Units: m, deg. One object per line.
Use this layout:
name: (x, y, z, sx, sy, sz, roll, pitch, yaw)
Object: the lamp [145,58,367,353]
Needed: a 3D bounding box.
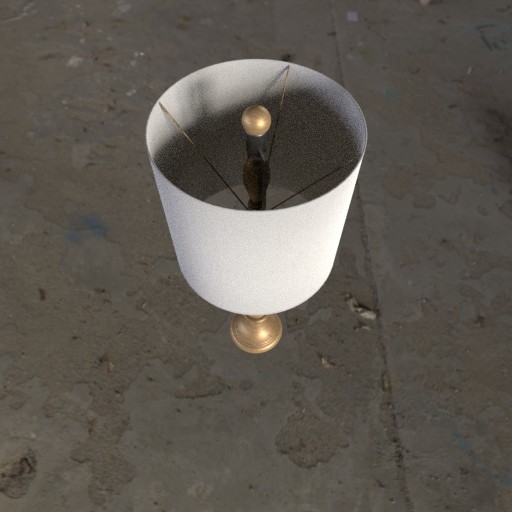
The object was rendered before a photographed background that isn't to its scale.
lamp: (0.000, 0.000, 0.735, 0.250, 0.597, 0.250, 17, 59, 11)
